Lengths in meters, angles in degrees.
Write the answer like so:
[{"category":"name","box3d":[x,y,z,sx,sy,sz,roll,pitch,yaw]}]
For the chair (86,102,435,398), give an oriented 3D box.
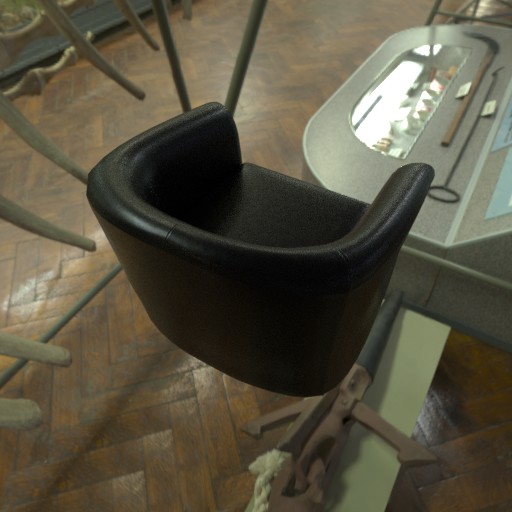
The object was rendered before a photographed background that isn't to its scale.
[{"category":"chair","box3d":[0.000,0.000,1.351,0.793,0.756,0.727,23,51,20]}]
